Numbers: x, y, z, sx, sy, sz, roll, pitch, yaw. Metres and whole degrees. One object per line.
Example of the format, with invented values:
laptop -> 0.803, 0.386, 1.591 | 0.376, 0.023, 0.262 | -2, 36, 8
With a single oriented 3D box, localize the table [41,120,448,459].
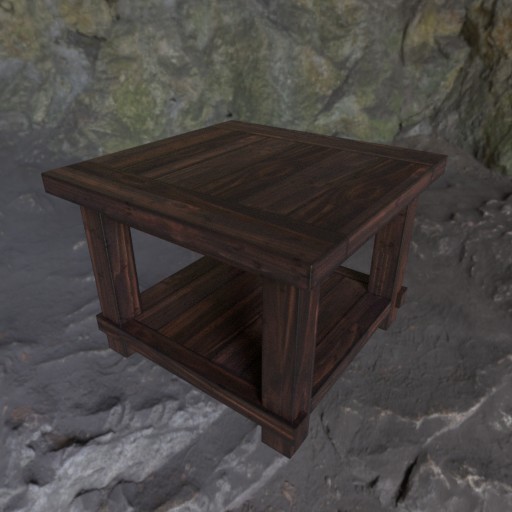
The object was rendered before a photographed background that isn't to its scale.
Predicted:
table -> 0.000, 0.000, 1.020 | 0.606, 0.437, 0.593 | 20, 35, 31
